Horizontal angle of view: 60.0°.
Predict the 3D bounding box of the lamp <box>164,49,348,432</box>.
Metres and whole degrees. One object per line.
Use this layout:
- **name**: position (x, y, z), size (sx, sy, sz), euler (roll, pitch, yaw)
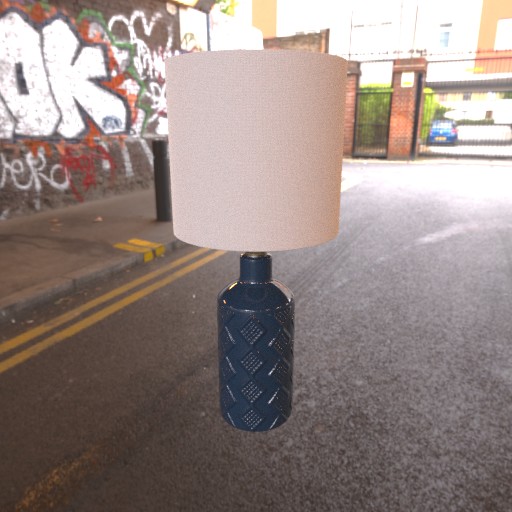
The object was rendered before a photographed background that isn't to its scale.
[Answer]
- **lamp**: position (0.000, 0.000, 0.574), size (0.207, 0.461, 0.207), euler (-8, 18, -24)
